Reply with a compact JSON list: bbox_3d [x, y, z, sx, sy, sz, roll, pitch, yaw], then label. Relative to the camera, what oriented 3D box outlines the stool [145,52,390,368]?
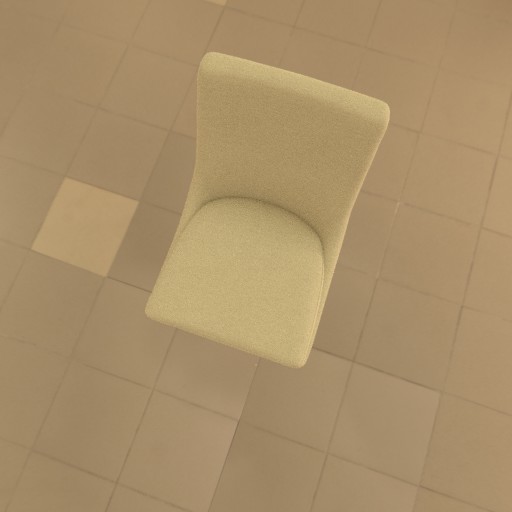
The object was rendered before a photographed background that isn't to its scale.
[{"bbox_3d":[0.000,0.000,1.378,0.470,1.078,0.577,18,77,4],"label":"stool"}]
